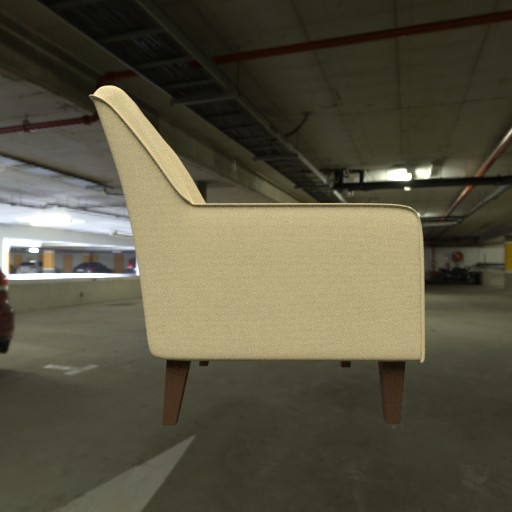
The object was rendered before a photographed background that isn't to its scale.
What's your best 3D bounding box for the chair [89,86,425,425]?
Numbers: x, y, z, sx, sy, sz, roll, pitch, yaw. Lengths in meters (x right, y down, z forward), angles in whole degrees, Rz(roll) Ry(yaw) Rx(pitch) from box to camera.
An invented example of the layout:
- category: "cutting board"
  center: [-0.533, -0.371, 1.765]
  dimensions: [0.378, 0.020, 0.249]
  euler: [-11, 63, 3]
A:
- category: "chair"
  center: [0.000, 0.000, 1.554]
  dimensions: [0.899, 0.919, 0.780]
  euler: [0, -1, 1]
